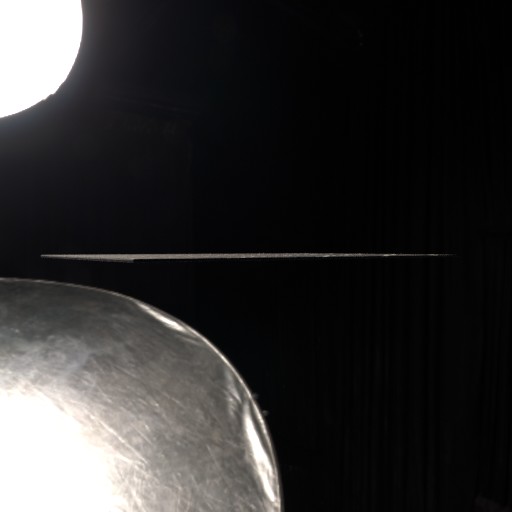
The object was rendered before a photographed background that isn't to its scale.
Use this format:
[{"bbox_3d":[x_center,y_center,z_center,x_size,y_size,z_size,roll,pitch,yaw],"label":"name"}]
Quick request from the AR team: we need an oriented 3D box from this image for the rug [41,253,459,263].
[{"bbox_3d":[0.000,0.000,2.882,2.294,0.014,1.528,-1,1,-37],"label":"rug"}]
